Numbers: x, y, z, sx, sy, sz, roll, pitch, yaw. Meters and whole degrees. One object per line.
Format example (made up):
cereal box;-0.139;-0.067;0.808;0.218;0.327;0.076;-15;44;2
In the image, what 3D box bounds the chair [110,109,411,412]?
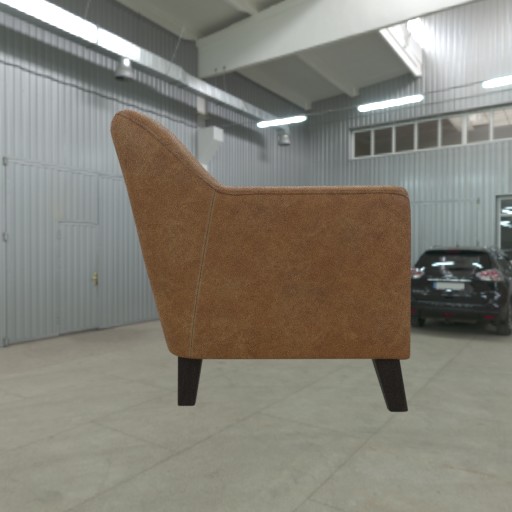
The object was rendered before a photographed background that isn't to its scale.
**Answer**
chair;0.000;0.000;1.863;1.034;0.980;1.037;0;1;-1
